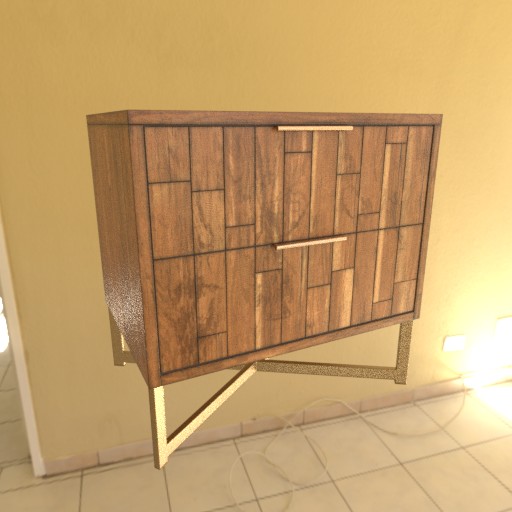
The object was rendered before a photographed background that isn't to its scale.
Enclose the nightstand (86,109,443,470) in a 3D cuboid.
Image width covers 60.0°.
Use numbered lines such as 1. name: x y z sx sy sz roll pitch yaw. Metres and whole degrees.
1. nightstand: 0.000 0.000 1.002 0.610 0.610 0.446 -8 19 -26
